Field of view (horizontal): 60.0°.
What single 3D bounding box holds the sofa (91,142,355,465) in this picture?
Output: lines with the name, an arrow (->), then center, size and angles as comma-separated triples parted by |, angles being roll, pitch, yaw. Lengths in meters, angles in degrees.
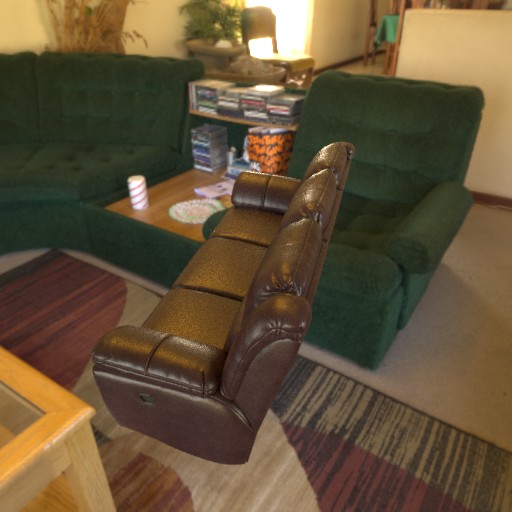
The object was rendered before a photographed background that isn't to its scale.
sofa -> 0.000, 0.000, 2.837 | 0.991, 1.043, 2.337 | 8, 32, 13
